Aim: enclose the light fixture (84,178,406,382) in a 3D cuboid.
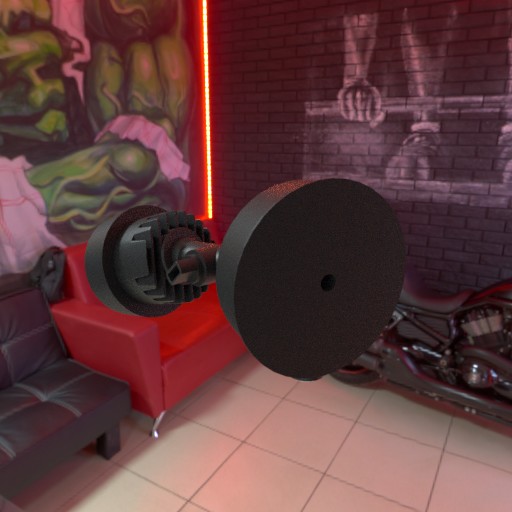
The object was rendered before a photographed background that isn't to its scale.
[{"bbox_3d":[0.000,0.000,0.306,0.213,0.120,0.168,-7,17,-26],"label":"light fixture"}]
